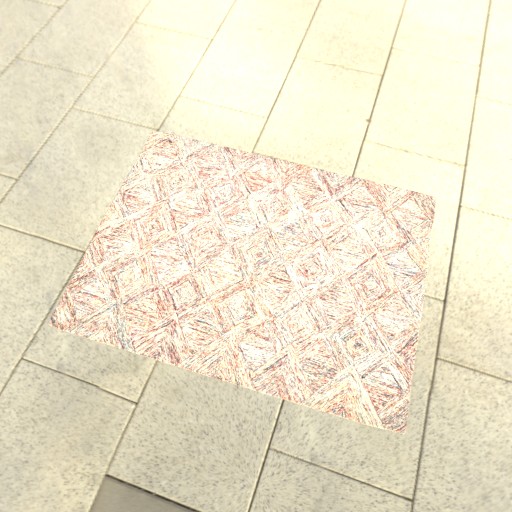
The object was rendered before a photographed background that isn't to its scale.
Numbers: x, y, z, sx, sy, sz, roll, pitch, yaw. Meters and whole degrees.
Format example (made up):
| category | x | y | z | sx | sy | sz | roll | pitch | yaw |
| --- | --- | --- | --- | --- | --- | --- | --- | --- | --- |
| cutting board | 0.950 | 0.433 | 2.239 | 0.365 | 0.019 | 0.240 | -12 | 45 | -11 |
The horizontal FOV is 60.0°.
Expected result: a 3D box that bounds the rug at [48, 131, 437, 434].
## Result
| category | x | y | z | sx | sy | sz | roll | pitch | yaw |
| --- | --- | --- | --- | --- | --- | --- | --- | --- | --- |
| rug | 0.000 | 0.000 | 4.303 | 3.226 | 0.024 | 2.436 | 15 | 63 | 8 |
